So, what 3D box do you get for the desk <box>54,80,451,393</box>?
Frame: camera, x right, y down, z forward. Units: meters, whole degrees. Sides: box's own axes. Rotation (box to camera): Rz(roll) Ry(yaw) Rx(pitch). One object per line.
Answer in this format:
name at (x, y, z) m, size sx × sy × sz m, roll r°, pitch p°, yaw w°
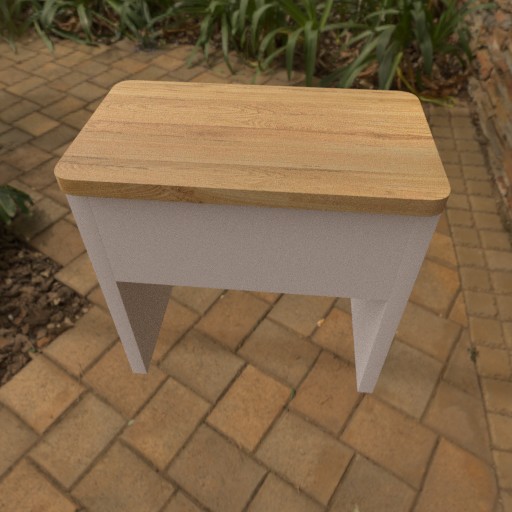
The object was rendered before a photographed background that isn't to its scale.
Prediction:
desk at (0.000, 0.000, 1.253) m, size 0.760 × 0.790 × 0.440 m, roll 4°, pitch 45°, yaw 4°
